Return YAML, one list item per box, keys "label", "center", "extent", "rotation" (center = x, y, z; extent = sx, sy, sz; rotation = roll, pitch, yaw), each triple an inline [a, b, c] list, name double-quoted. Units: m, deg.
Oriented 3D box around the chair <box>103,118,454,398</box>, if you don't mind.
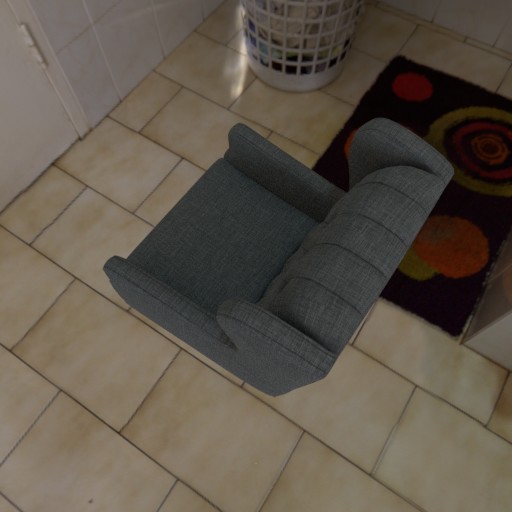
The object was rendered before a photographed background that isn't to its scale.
- label: "chair"
  center: [0.000, 0.000, 1.468]
  extent: [0.775, 0.953, 0.711]
  rotation: [33, 69, 14]
